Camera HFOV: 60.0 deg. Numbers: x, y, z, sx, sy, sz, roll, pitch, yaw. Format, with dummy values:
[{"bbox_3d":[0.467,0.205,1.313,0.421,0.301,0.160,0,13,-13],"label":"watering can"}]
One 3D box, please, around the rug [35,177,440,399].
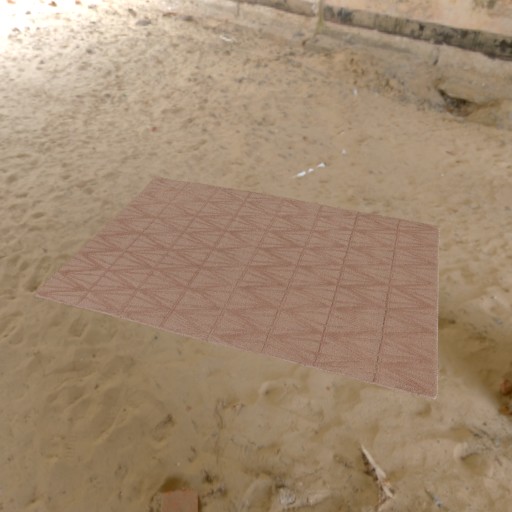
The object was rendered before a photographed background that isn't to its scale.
[{"bbox_3d":[0.000,0.000,2.340,1.837,0.025,1.230,12,40,14],"label":"rug"}]
